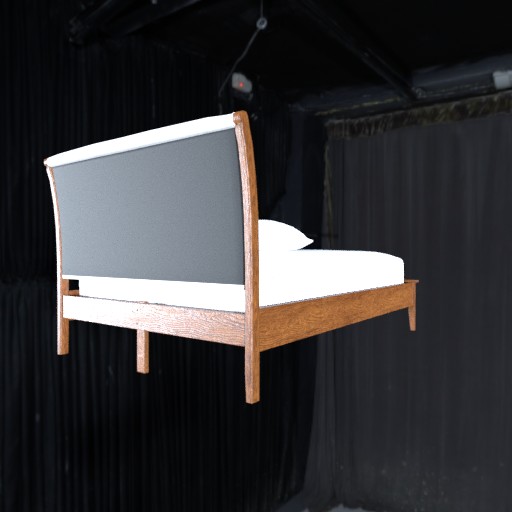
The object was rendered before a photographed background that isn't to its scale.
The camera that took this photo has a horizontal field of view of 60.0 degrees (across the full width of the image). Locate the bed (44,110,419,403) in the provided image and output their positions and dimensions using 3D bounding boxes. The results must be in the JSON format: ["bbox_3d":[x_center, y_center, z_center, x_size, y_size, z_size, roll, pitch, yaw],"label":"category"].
[{"bbox_3d":[0.000,0.000,3.221,1.612,1.250,2.380,0,1,37],"label":"bed"}]
